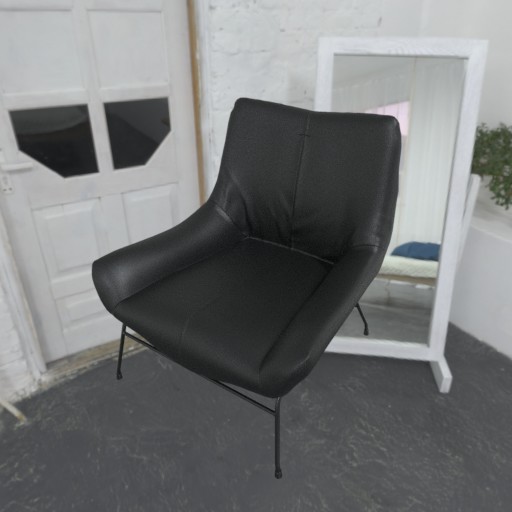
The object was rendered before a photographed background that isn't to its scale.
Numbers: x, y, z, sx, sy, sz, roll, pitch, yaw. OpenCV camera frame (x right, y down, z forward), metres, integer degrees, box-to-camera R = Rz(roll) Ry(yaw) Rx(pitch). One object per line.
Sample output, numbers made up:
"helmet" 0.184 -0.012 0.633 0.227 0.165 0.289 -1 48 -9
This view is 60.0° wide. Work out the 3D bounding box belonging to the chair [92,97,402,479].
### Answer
"chair" 0.000 0.000 1.577 0.836 0.922 0.826 19 35 29
